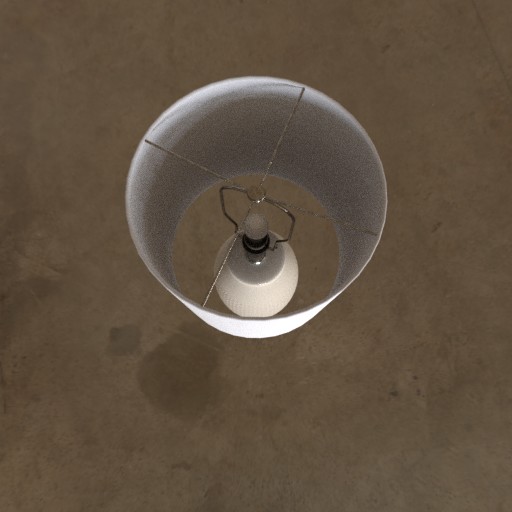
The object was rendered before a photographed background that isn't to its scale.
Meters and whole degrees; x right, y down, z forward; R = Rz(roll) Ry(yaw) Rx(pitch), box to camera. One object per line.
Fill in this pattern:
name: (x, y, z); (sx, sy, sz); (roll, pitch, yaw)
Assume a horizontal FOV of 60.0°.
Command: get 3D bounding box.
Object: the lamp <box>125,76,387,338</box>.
lamp: (0.000, 0.000, 0.586); (0.217, 0.453, 0.217); (23, 77, 6)
